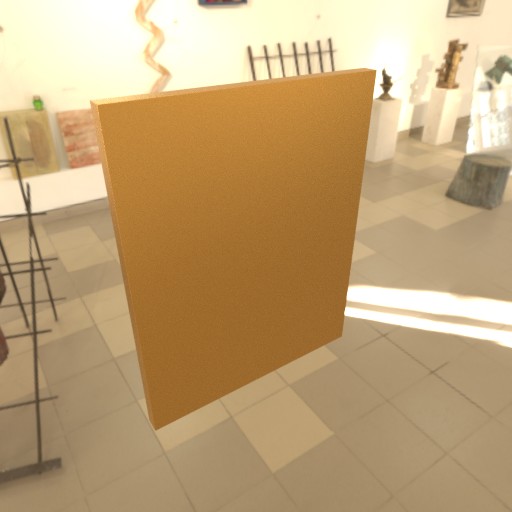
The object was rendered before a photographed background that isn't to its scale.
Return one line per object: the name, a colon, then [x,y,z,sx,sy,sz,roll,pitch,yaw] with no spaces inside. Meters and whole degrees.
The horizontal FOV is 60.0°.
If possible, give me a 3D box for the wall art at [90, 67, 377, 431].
wall art: [0.000,0.000,1.031,0.610,0.762,0.038,-19,36,-28]
